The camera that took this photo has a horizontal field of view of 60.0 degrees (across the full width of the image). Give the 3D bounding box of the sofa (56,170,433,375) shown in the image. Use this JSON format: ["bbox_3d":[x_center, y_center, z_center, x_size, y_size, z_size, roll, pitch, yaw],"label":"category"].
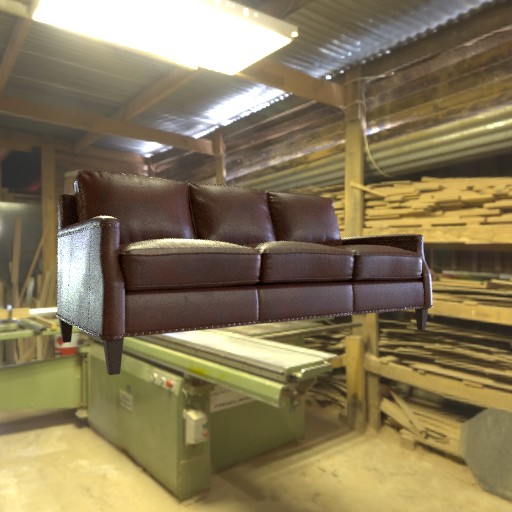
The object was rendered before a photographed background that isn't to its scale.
[{"bbox_3d":[0.000,0.000,2.834,2.240,1.003,1.084,1,-1,-35],"label":"sofa"}]
